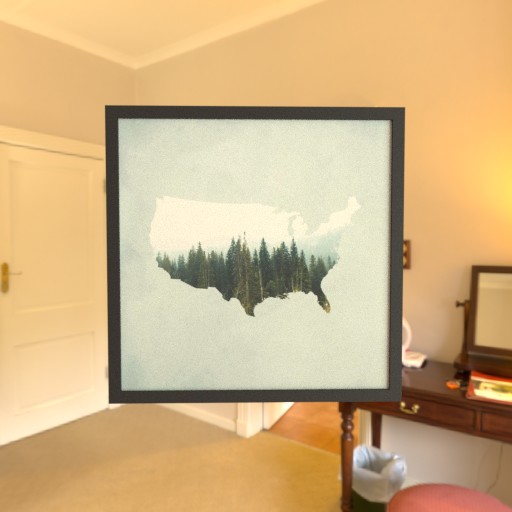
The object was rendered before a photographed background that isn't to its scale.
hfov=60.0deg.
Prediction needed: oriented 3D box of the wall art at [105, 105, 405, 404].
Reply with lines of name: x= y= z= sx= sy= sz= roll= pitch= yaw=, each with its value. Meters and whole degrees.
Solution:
wall art: x=0.000 y=0.000 z=1.158 sx=0.763 sy=0.763 sz=0.038 roll=0 pitch=2 yaw=-1
